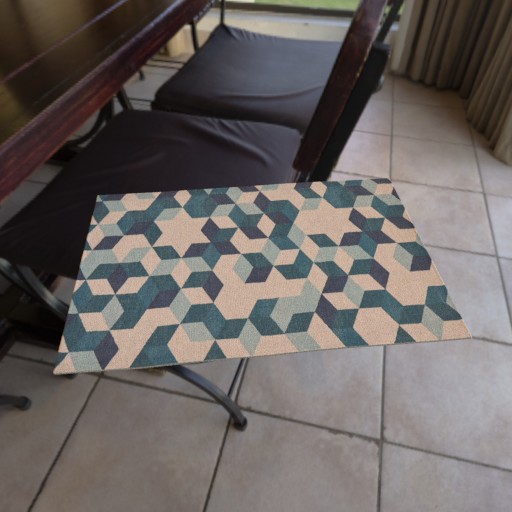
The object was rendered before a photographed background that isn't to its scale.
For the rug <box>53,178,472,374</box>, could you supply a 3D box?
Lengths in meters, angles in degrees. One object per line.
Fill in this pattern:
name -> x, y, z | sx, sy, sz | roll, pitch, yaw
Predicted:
rug -> 0.000, 0.000, 2.349 | 1.829, 0.014, 1.235 | -4, 46, -4
